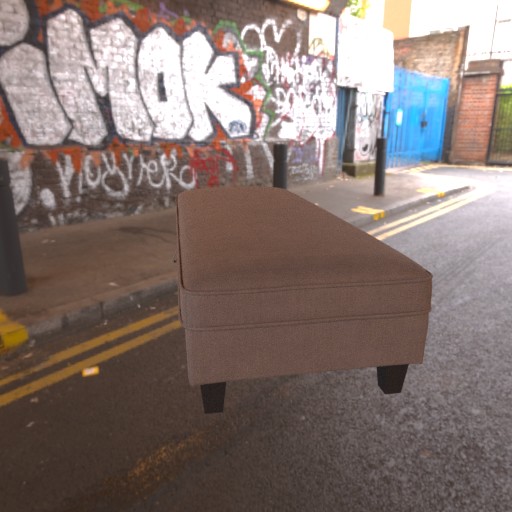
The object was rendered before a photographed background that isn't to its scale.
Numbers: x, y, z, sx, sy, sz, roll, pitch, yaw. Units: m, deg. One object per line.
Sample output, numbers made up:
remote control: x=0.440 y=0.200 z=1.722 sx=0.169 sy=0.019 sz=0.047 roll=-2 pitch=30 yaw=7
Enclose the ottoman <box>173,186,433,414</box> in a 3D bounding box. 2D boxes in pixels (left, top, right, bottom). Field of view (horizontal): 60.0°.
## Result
ottoman: x=0.000 y=0.000 z=2.042 sx=0.751 sy=0.470 sz=1.764 roll=-3 pitch=16 yaw=-10
